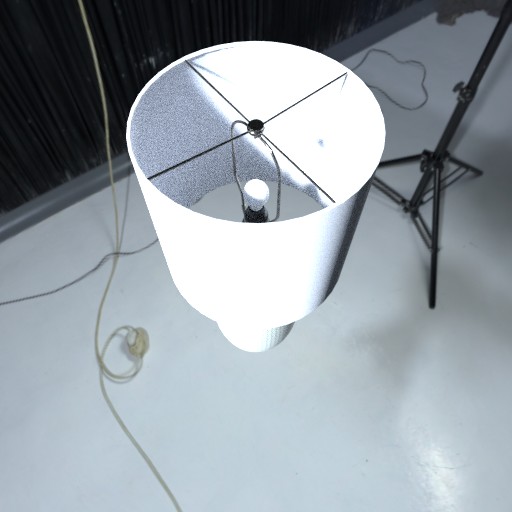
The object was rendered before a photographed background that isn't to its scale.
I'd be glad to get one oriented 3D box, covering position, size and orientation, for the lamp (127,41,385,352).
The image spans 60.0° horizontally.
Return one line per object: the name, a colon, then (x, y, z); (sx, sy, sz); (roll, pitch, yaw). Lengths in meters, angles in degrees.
lamp: (0.000, 0.000, 0.569); (0.217, 0.453, 0.217); (-33, 65, -18)
